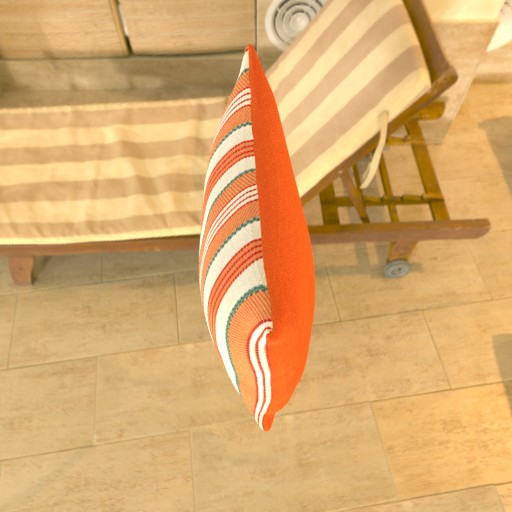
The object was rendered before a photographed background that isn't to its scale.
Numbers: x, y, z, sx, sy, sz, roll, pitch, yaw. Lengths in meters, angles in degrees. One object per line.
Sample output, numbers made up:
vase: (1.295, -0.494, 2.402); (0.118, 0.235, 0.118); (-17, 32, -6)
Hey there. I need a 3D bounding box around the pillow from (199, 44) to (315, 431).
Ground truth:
pillow: (0.000, 0.000, 0.685); (0.182, 0.441, 0.440); (-2, 58, -2)
